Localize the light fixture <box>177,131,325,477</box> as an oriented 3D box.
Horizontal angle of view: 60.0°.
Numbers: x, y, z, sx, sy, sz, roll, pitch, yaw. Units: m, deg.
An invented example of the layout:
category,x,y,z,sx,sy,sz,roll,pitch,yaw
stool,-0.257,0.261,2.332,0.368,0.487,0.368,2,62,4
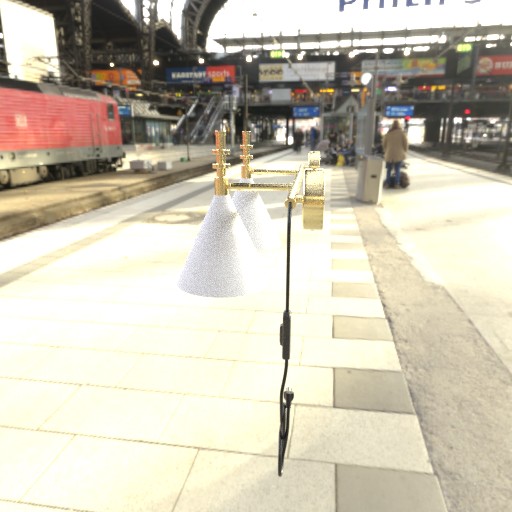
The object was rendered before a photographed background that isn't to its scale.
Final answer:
category,x,y,z,sx,sy,sz,roll,pitch,yaw
light fixture,0.000,0.000,0.862,0.239,0.468,0.642,2,16,7
